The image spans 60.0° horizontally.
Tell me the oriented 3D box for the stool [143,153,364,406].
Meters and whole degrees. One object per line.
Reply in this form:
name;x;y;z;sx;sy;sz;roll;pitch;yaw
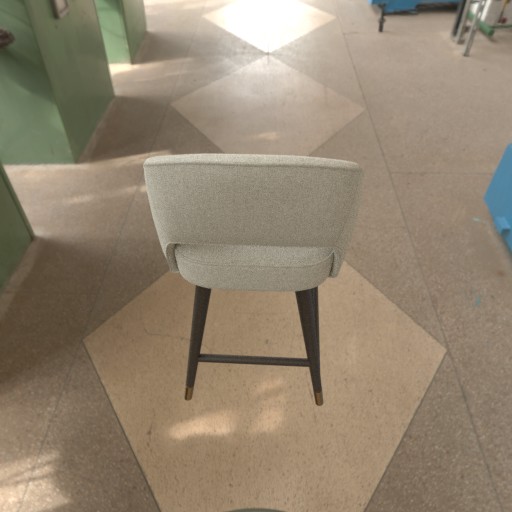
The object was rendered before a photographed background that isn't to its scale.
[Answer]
stool;0.000;0.000;1.245;0.494;0.940;0.509;2;45;2
